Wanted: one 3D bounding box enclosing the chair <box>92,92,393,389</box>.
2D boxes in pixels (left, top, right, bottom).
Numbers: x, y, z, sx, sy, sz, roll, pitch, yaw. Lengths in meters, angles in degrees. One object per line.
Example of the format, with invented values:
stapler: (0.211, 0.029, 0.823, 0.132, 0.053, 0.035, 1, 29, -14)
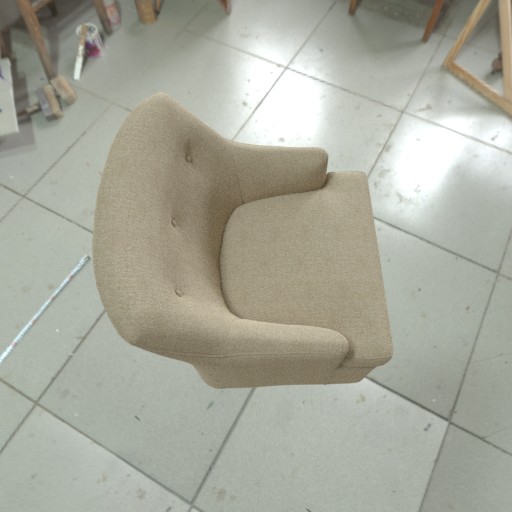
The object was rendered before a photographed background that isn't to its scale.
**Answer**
chair: (0.000, 0.000, 1.625, 0.923, 0.856, 0.864, -1, 63, 0)
